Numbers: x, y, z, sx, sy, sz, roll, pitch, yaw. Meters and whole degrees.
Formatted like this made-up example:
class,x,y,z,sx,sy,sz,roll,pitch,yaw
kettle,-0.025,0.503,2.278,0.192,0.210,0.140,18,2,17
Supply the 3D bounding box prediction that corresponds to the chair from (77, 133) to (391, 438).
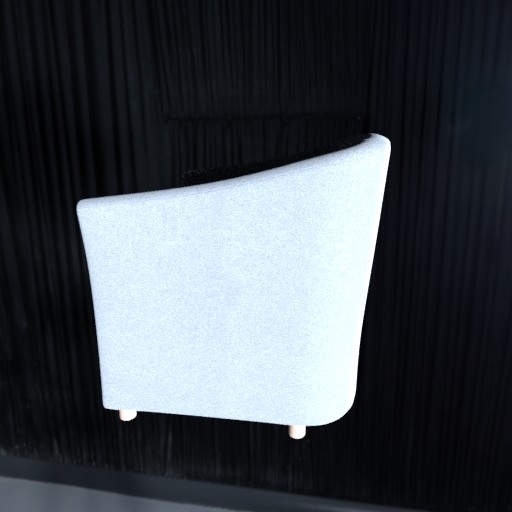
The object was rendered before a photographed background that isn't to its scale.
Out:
class,x,y,z,sx,sy,sz,roll,pitch,yaw
chair,0.000,0.000,1.351,0.700,0.720,0.790,2,16,9
